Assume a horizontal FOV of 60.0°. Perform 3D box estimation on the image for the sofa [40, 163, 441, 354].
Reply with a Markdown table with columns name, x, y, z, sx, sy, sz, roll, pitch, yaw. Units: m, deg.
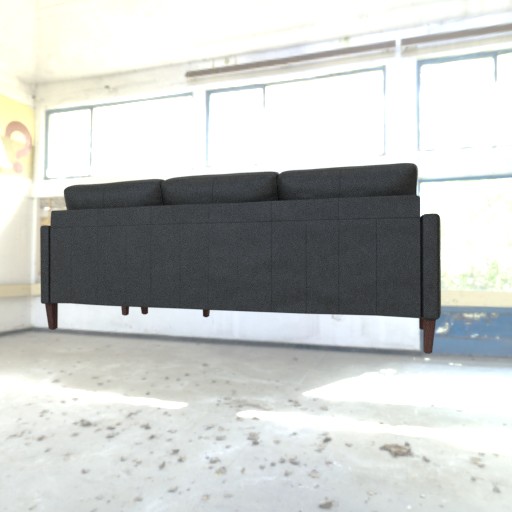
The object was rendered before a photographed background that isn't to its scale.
| name | x | y | z | sx | sy | sz | roll | pitch | yaw |
| --- | --- | --- | --- | --- | --- | --- | --- | --- | --- |
| sofa | 0.000 | 0.000 | 2.939 | 2.178 | 0.876 | 1.497 | 0 | -1 | 19 |
